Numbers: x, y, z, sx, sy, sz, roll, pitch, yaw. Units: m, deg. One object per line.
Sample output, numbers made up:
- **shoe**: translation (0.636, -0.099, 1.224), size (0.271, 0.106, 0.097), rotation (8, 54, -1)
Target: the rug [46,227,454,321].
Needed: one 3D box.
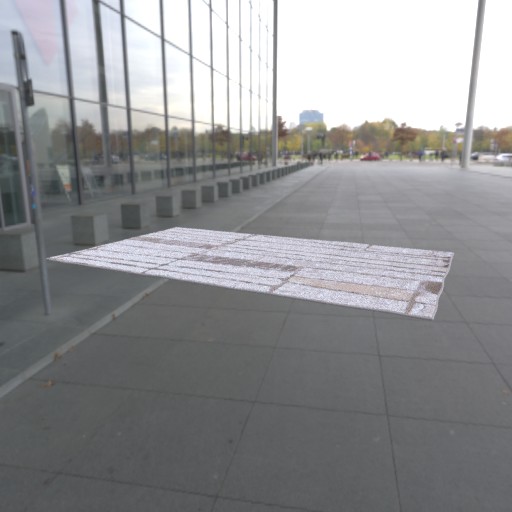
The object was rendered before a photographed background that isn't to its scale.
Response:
- **rug**: translation (0.000, 0.000, 1.089), size (0.867, 0.007, 0.515), rotation (7, 15, 26)
